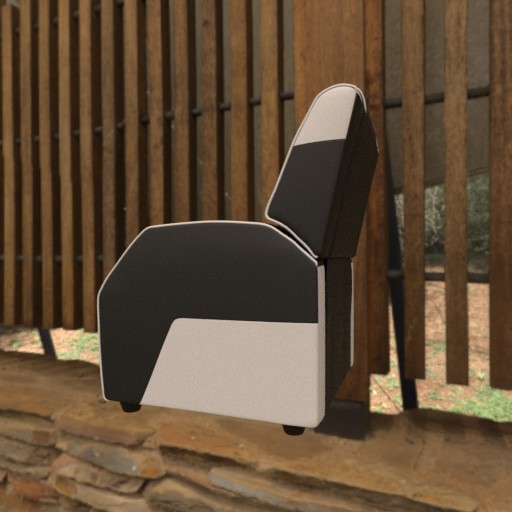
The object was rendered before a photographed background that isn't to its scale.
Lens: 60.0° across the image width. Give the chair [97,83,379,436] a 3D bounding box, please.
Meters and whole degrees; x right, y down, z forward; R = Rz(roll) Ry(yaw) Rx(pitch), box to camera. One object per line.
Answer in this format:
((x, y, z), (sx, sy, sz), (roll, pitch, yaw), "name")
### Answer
((0.000, 0.000, 1.319), (0.672, 0.805, 0.620), (0, 0, 19), "chair")
